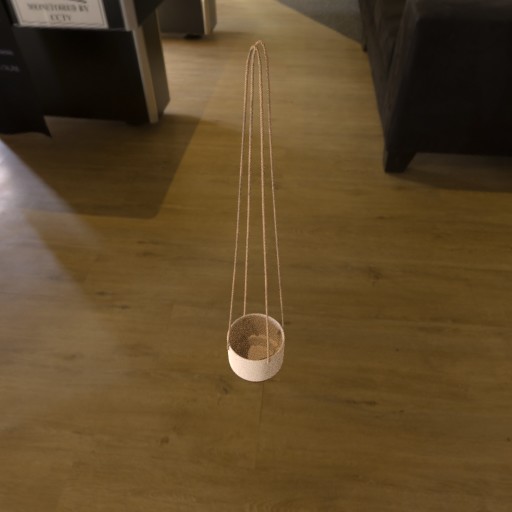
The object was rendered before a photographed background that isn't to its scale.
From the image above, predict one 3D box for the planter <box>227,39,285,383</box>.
[{"bbox_3d":[0.000,0.000,0.913,0.146,0.841,0.146,16,48,15],"label":"planter"}]
